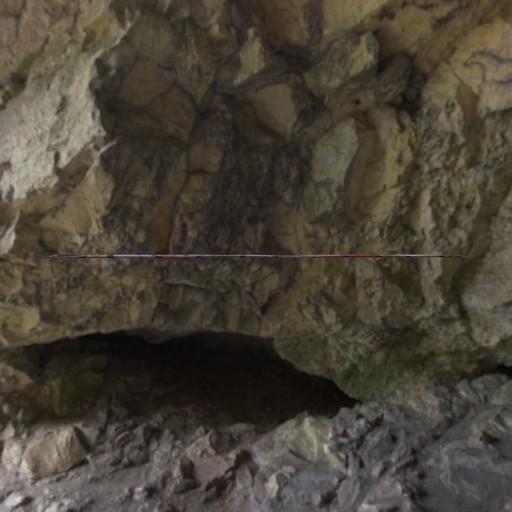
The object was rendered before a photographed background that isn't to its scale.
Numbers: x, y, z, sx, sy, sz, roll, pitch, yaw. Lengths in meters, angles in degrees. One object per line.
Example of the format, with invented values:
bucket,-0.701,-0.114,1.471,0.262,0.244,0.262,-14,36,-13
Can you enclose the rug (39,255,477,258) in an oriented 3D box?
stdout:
rug,0.000,0.000,2.243,1.849,0.013,1.084,0,0,-18
